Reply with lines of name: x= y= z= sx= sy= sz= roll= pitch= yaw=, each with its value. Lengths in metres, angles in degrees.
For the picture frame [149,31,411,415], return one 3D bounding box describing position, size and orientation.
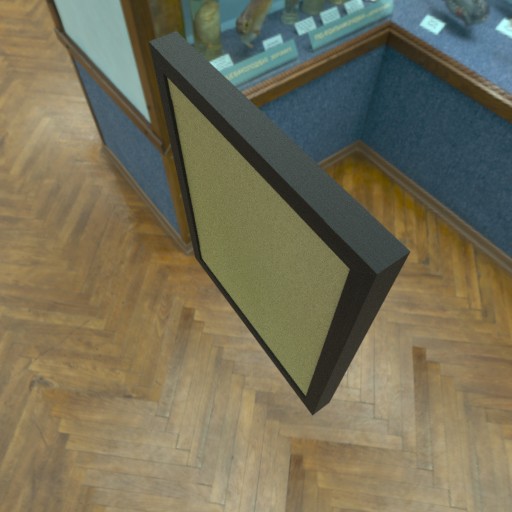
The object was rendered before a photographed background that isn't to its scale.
picture frame: x=0.000 y=0.000 z=0.751 sx=0.044 sy=0.555 sz=0.452 roll=-31 pitch=62 yaw=-18
